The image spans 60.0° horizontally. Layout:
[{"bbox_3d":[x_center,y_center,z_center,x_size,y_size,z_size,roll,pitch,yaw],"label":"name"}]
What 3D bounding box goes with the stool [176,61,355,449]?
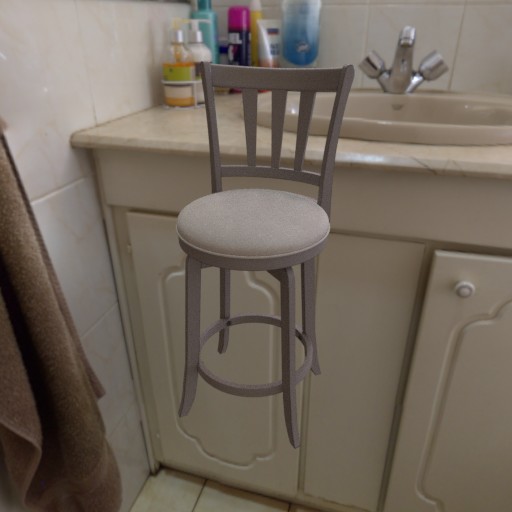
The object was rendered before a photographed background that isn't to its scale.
[{"bbox_3d":[0.000,0.000,1.300,0.436,1.023,0.475,9,28,16],"label":"stool"}]
